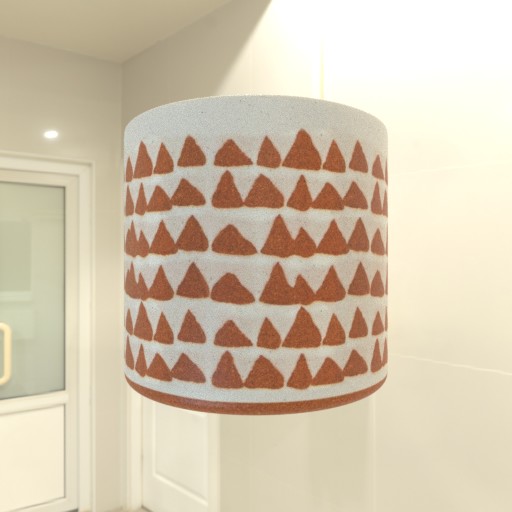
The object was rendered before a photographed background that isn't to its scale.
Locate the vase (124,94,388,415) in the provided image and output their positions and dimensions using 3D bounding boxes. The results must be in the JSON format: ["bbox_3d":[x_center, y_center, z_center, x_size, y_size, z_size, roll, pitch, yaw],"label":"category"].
[{"bbox_3d":[0.000,0.000,0.240,0.137,0.127,0.137,0,0,0],"label":"vase"}]
